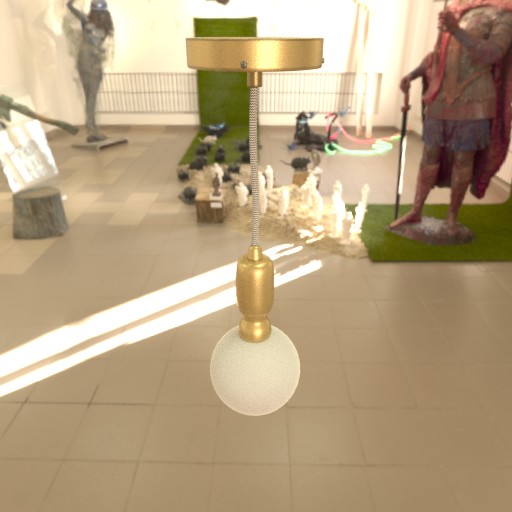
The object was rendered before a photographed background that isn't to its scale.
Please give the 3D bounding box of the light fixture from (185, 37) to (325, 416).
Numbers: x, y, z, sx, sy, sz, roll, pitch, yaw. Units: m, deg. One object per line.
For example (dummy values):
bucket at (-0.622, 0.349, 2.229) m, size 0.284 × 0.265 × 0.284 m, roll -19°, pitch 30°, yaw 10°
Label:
light fixture at (0.000, 0.000, 0.577) m, size 0.146 × 0.510 × 0.147 m, roll 0°, pitch 27°, yaw 0°
